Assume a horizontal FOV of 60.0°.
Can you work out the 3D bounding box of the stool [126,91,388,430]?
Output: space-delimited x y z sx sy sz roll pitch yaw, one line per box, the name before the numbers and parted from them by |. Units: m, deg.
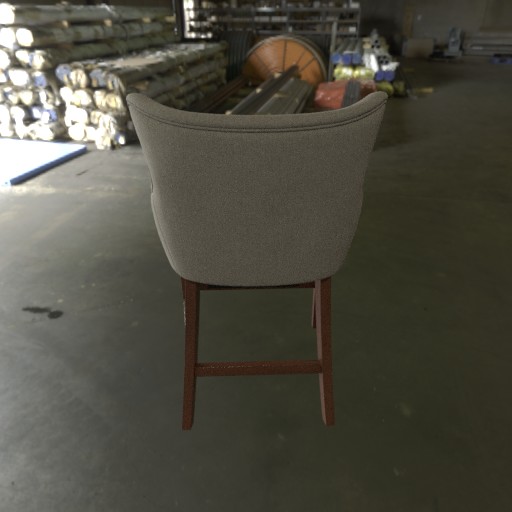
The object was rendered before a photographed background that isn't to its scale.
stool | 0.000 0.000 1.294 0.575 0.951 0.575 -1 29 -2
